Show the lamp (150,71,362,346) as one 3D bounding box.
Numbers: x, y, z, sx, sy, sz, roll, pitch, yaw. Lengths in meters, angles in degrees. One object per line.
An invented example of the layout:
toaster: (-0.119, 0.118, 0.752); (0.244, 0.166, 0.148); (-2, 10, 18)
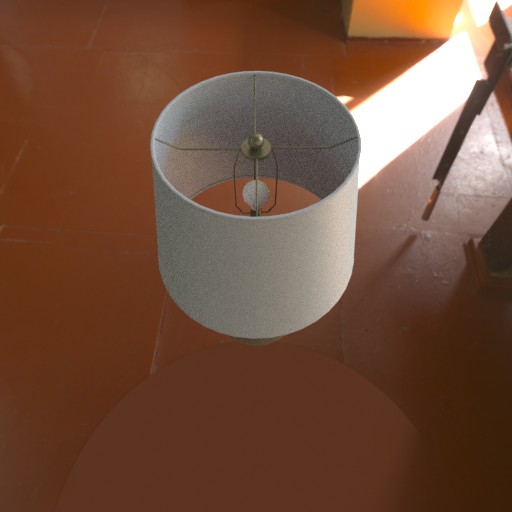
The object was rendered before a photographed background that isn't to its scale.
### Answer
lamp: (0.000, 0.000, 0.564); (0.239, 0.399, 0.239); (0, 57, 0)
